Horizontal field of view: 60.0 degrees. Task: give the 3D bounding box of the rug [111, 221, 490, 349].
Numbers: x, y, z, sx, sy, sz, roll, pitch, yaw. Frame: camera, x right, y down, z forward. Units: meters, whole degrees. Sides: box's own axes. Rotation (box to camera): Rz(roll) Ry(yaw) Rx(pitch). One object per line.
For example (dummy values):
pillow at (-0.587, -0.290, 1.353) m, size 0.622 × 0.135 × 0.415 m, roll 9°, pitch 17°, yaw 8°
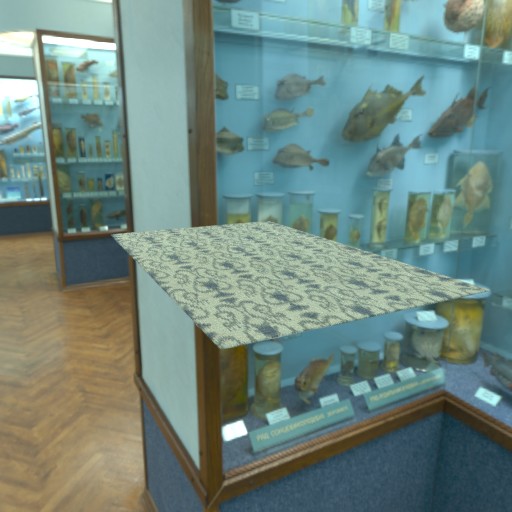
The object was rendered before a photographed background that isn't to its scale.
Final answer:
rug at (0.000, 0.000, 2.058) m, size 1.035 × 0.006 × 1.652 m, roll -7°, pitch 16°, yaw -26°
